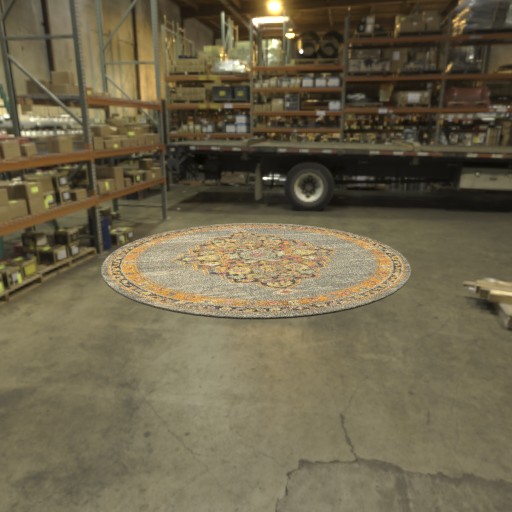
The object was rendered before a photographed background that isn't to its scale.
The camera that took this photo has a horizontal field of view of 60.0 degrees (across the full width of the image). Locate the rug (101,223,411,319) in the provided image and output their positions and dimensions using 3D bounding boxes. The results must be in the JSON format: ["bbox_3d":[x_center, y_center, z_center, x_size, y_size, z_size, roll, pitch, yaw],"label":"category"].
[{"bbox_3d":[0.000,0.000,2.408,1.598,0.010,1.598,0,17,0],"label":"rug"}]
